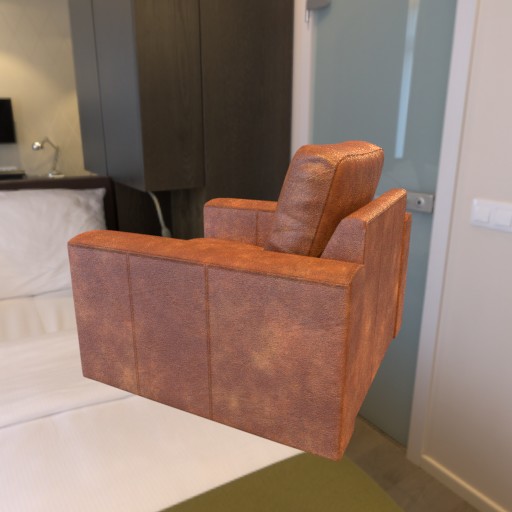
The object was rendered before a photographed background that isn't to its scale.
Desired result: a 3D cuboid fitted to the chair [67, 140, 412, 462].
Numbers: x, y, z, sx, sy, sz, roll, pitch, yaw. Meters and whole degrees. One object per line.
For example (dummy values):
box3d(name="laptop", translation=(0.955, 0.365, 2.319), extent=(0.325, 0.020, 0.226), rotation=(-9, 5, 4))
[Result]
box3d(name="chair", translation=(0.000, 0.000, 1.743), extent=(1.016, 0.873, 1.005), rotation=(8, 18, 26))
